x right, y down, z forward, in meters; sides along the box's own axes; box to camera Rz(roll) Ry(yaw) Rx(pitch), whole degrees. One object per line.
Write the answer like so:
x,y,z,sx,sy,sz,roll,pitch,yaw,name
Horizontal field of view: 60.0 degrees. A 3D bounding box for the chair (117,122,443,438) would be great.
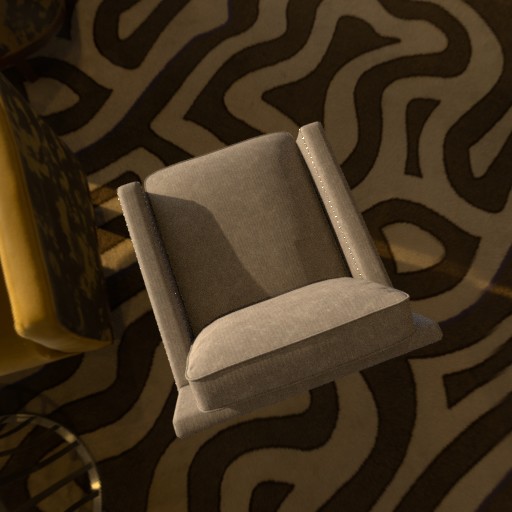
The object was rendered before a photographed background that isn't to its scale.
0.000,0.000,1.729,0.853,0.948,1.014,-19,77,-5,chair
